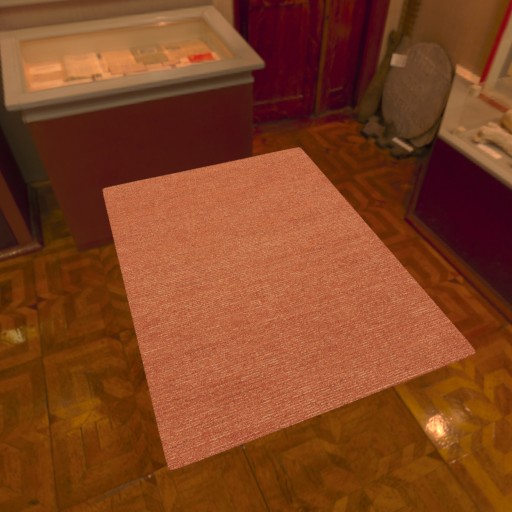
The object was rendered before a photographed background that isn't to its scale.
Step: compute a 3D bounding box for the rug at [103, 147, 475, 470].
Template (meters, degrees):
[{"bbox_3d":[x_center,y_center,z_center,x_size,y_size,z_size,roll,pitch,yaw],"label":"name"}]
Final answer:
[{"bbox_3d":[0.000,0.000,2.739,1.594,0.009,2.112,-15,47,-15],"label":"rug"}]
